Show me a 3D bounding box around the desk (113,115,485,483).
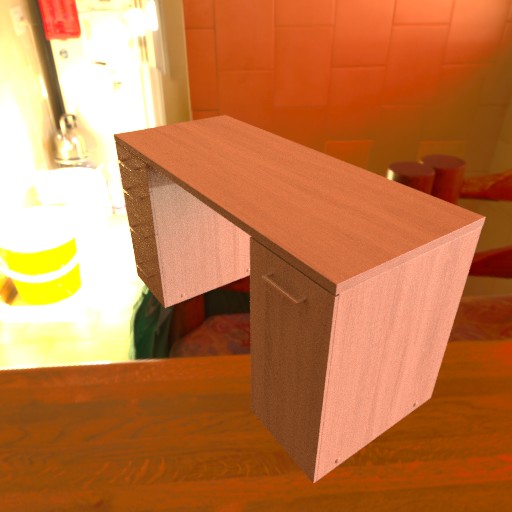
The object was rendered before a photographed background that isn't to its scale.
[{"bbox_3d":[0.000,0.000,1.770,0.600,0.740,1.390,-20,37,-29],"label":"desk"}]
